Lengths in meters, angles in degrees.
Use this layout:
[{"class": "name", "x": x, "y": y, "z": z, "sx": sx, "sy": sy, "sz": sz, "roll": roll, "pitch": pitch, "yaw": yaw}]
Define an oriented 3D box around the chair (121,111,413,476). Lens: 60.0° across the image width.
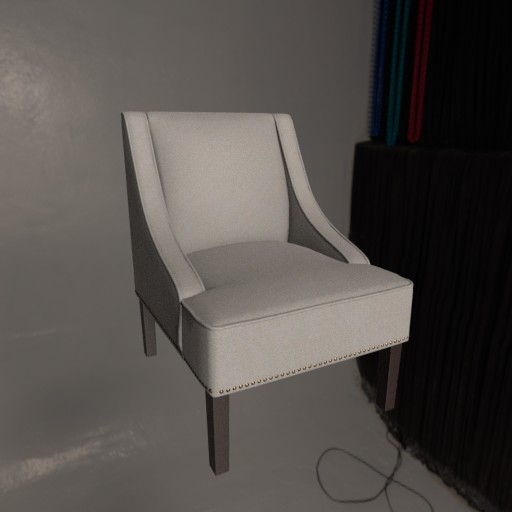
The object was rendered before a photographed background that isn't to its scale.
[{"class": "chair", "x": 0.000, "y": 0.000, "z": 1.380, "sx": 0.631, "sy": 0.867, "sz": 0.747, "roll": -8, "pitch": 18, "yaw": -27}]
